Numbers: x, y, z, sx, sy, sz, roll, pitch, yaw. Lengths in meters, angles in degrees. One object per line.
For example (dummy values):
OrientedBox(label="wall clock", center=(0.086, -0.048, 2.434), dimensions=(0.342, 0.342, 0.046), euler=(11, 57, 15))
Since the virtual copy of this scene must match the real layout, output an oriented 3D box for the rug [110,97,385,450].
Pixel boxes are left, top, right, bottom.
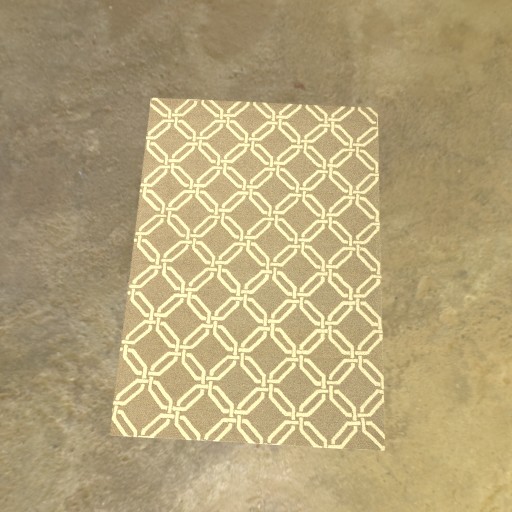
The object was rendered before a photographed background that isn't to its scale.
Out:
OrientedBox(label="rug", center=(0.000, 0.000, 4.336), dimensions=(2.441, 0.020, 3.419), euler=(3, 75, 1))
